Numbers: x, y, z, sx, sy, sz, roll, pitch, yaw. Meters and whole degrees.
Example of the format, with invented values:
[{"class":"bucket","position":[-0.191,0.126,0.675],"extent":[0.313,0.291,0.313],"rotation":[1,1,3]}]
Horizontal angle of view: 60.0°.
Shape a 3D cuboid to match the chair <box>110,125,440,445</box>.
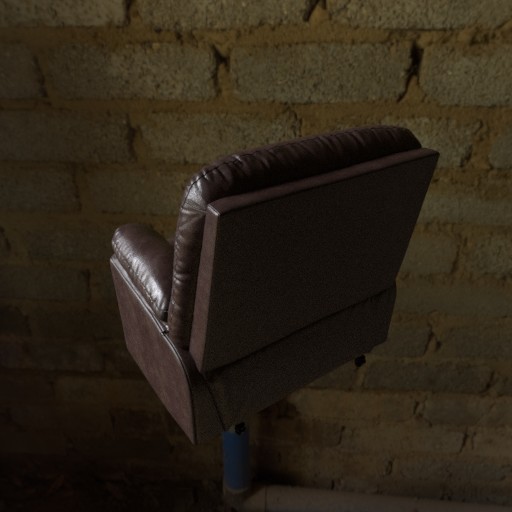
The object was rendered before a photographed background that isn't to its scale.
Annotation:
[{"class":"chair","position":[0.000,0.000,1.689],"extent":[0.940,1.041,0.879],"rotation":[-19,35,-29]}]
